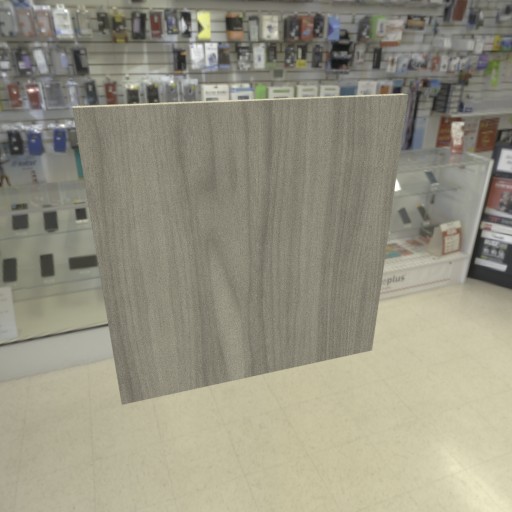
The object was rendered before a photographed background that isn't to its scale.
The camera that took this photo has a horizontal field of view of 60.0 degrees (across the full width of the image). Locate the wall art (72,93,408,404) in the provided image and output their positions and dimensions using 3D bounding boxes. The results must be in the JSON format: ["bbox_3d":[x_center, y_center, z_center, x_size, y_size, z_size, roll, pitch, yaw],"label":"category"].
[{"bbox_3d":[0.000,0.000,0.758,0.508,0.507,0.016,-8,27,-16],"label":"wall art"}]
